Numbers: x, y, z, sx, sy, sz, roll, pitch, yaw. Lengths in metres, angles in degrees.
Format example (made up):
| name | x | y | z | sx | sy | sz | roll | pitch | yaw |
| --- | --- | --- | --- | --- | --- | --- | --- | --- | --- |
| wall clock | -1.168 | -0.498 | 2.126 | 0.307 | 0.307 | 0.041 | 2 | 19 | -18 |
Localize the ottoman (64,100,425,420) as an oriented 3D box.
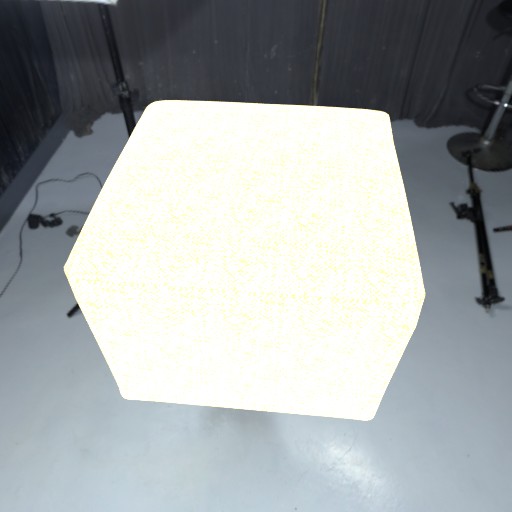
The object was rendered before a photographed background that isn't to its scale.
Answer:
| name | x | y | z | sx | sy | sz | roll | pitch | yaw |
| --- | --- | --- | --- | --- | --- | --- | --- | --- | --- |
| ottoman | 0.000 | 0.000 | 0.901 | 0.512 | 0.441 | 0.505 | 4 | 47 | 4 |
